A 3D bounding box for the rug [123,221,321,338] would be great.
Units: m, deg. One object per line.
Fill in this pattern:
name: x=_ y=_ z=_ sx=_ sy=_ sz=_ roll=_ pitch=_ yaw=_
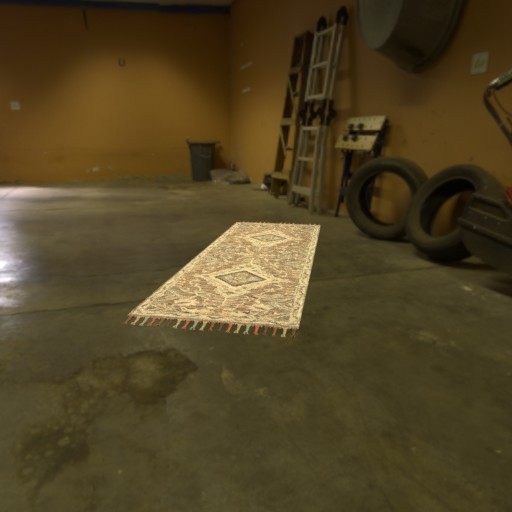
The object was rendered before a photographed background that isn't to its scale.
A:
rug: x=0.000 y=0.000 z=2.853 sx=1.324 sy=0.018 sz=2.378 roll=7 pitch=17 yaw=25
